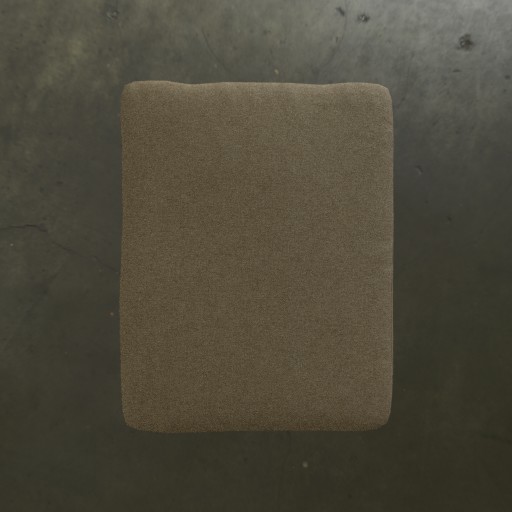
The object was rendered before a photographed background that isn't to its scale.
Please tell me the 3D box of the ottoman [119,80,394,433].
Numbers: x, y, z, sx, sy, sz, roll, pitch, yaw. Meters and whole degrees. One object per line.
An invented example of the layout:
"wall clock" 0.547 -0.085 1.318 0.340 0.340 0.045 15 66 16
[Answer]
"ottoman" 0.000 0.000 1.305 0.692 0.511 0.889 0 91 -1
